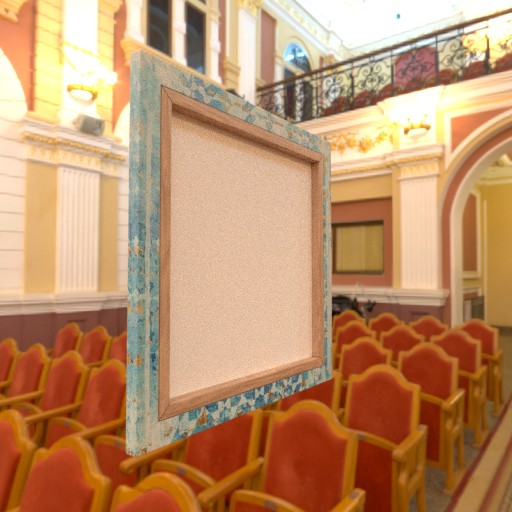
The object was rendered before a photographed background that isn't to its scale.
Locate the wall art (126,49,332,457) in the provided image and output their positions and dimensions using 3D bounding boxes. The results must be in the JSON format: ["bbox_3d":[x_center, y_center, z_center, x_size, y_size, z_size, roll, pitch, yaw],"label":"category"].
[{"bbox_3d":[0.000,0.000,1.366,0.040,0.916,0.916,-2,-3,37],"label":"wall art"}]
